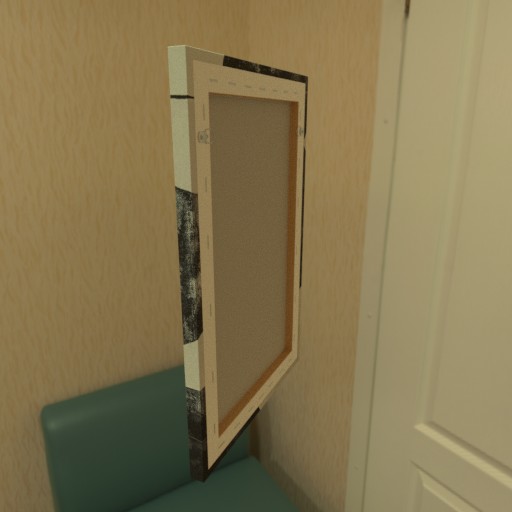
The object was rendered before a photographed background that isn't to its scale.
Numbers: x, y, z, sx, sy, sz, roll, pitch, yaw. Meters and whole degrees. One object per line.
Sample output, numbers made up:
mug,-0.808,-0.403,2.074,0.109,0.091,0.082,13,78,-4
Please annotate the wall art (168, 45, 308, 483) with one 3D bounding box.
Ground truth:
wall art,0.000,0.000,1.150,0.041,0.915,0.610,8,19,25
